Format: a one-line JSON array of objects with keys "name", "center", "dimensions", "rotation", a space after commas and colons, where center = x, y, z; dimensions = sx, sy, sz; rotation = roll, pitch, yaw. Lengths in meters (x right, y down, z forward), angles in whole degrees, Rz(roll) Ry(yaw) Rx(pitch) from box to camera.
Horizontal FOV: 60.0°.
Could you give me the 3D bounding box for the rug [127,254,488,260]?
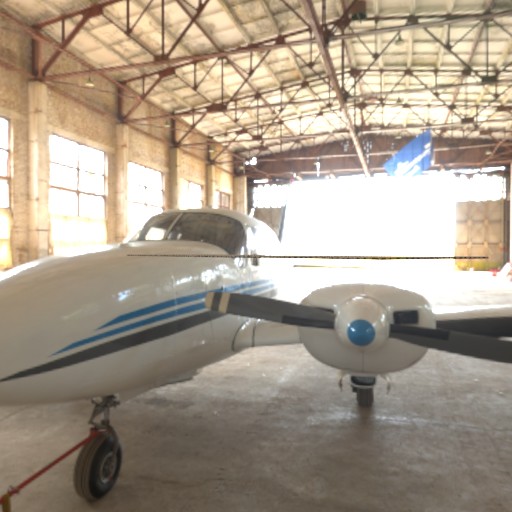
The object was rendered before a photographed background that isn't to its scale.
[{"name": "rug", "center": [0.000, 0.000, 2.506], "dimensions": [0.676, 0.008, 2.277], "rotation": [0, 1, -36]}]
